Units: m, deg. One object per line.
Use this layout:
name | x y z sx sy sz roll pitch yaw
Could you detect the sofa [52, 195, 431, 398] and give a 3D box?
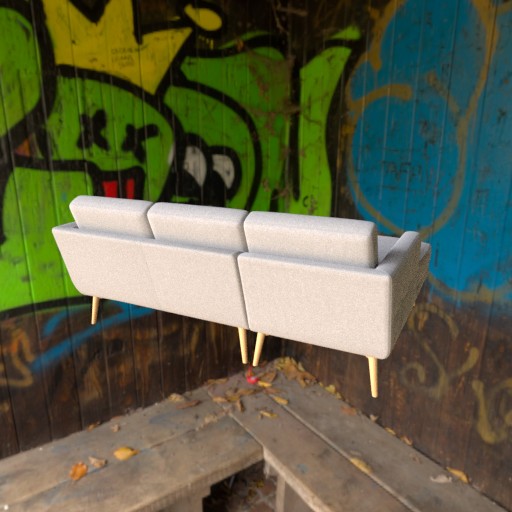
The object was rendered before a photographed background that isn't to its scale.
sofa | 0.000 0.000 2.922 2.040 0.860 1.530 8 18 26
